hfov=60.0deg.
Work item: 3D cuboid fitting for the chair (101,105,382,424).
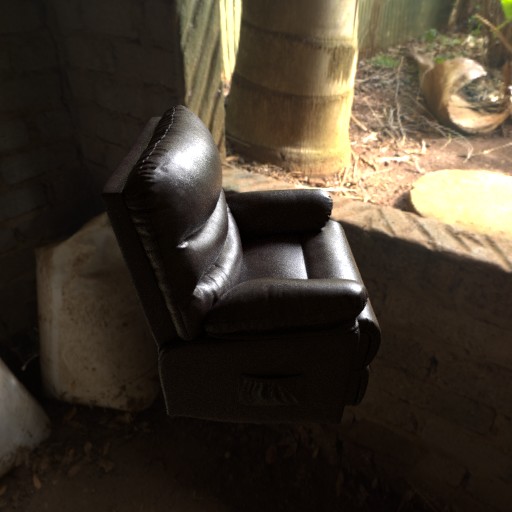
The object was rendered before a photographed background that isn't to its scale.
[{"bbox_3d":[0.000,0.000,1.781,0.879,1.041,0.940,0,32,-1],"label":"chair"}]
